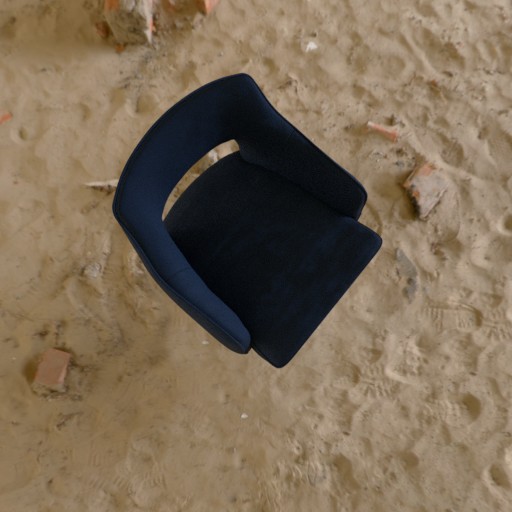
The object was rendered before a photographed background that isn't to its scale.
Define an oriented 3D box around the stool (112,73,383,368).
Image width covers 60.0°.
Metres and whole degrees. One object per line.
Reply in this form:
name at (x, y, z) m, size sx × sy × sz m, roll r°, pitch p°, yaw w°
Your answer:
stool at (0.000, 0.000, 1.405) m, size 0.560 × 1.041 × 0.550 m, roll 39°, pitch 79°, yaw 9°
